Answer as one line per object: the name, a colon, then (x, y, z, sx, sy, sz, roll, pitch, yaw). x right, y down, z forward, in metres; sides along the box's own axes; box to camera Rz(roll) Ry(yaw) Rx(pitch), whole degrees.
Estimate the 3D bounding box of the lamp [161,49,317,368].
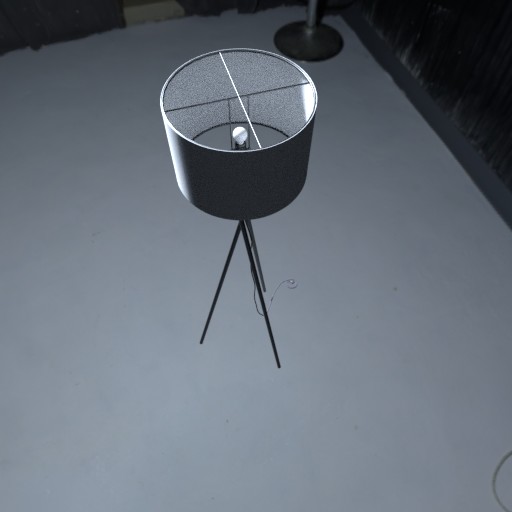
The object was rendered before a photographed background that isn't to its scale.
lamp: (0.000, 0.000, 1.900, 0.667, 1.624, 0.522, -15, 59, -9)
